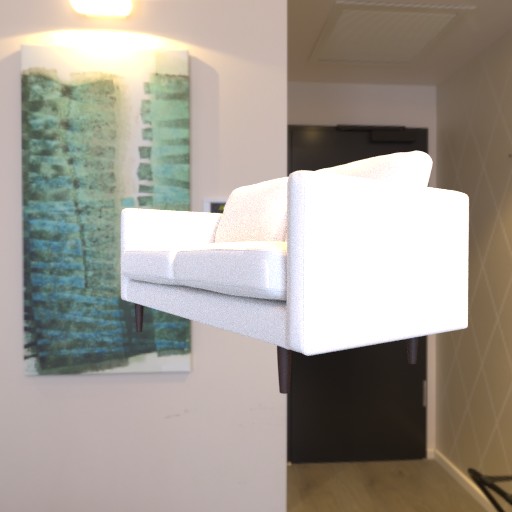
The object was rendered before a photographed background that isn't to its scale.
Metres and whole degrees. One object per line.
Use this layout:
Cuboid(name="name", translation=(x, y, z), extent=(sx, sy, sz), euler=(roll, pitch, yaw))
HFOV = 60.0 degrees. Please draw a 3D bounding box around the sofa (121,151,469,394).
Cuboid(name="sofa", translation=(0.000, 0.000, 2.229), extent=(0.940, 0.893, 1.713), euler=(0, 1, -35))
